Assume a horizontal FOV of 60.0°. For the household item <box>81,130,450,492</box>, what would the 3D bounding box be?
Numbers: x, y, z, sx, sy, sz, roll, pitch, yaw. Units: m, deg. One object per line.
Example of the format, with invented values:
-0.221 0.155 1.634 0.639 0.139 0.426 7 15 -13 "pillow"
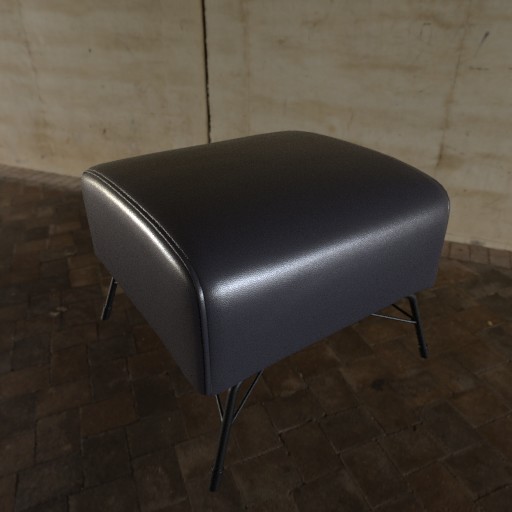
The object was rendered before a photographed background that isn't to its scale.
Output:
0.000 0.000 0.889 0.530 0.410 0.530 -19 35 -30 "household item"
